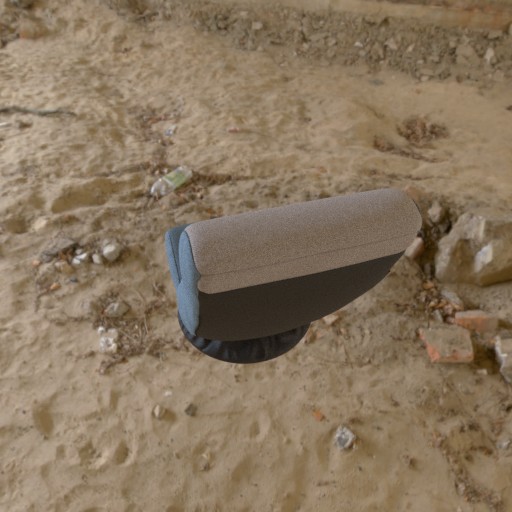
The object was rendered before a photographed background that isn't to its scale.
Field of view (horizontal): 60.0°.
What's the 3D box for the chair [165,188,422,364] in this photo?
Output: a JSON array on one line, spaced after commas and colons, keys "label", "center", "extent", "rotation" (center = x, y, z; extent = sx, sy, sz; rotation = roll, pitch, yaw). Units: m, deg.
[{"label": "chair", "center": [0.000, 0.000, 1.100], "extent": [0.420, 0.641, 0.661], "rotation": [-11, 43, -13]}]
